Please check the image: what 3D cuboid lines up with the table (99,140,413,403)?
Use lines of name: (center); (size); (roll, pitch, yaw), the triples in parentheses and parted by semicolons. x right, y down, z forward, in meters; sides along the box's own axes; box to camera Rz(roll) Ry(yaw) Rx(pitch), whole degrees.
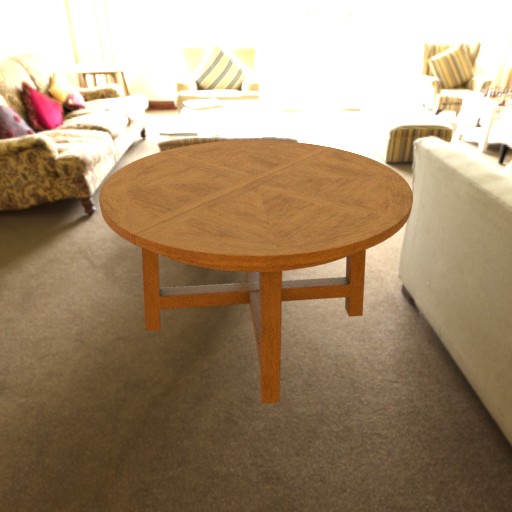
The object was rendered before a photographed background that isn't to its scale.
table: (0.000, 0.000, 2.137); (1.319, 0.762, 1.319); (0, 30, 0)
